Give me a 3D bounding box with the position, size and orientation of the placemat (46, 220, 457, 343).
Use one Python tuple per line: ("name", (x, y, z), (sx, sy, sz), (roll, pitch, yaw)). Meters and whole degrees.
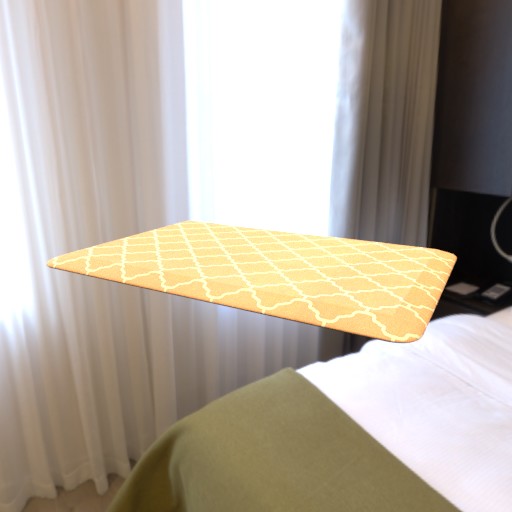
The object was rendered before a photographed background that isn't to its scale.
("placemat", (0.000, 0.000, 0.961), (0.762, 0.021, 0.508), (9, 18, 28))
